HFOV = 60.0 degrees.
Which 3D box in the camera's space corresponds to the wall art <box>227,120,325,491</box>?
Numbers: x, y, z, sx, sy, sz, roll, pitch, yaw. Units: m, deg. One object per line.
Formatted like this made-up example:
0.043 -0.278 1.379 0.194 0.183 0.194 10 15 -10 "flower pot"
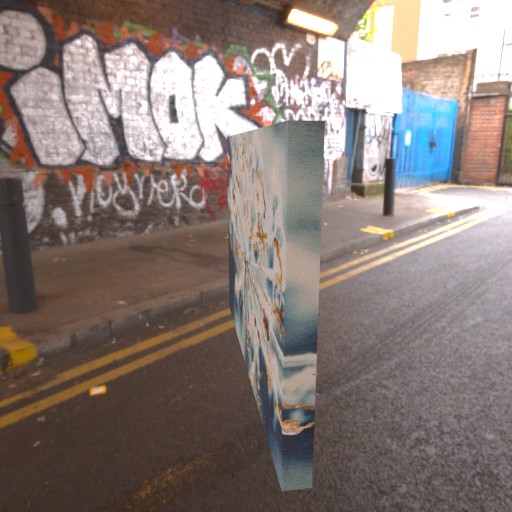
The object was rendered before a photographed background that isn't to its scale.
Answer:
0.000 0.000 0.751 0.036 0.405 0.607 -2 14 -9 "wall art"
